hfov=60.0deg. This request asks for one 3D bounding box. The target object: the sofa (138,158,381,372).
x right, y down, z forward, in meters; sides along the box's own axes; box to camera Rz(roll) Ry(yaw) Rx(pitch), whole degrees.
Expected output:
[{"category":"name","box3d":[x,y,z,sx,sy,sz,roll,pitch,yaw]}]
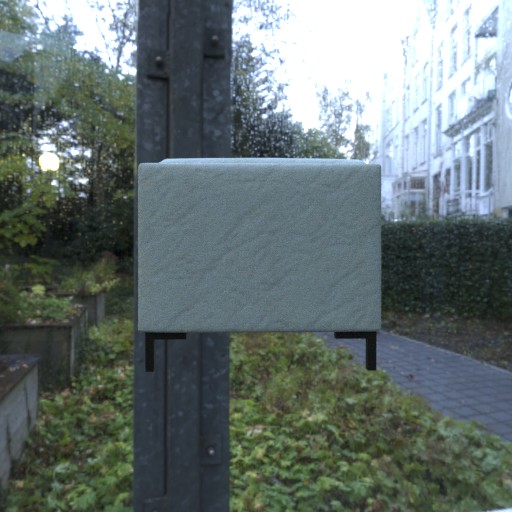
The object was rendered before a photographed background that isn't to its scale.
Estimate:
[{"category":"sofa","box3d":[0.000,0.000,2.422,0.796,0.705,2.102,0,1,-1]}]
